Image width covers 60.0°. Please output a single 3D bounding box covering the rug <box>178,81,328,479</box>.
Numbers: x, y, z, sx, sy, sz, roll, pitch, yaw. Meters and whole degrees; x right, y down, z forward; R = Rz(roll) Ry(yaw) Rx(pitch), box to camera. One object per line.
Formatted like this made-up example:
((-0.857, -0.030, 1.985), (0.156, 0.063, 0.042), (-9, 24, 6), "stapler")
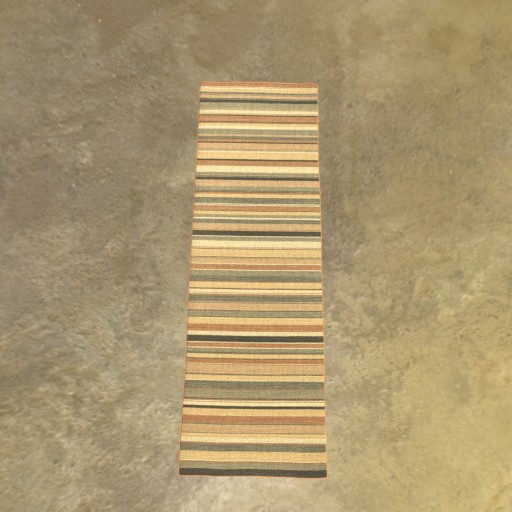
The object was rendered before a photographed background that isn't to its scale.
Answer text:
((0.000, 0.000, 2.679), (0.799, 0.010, 2.444), (1, 75, 0), "rug")
